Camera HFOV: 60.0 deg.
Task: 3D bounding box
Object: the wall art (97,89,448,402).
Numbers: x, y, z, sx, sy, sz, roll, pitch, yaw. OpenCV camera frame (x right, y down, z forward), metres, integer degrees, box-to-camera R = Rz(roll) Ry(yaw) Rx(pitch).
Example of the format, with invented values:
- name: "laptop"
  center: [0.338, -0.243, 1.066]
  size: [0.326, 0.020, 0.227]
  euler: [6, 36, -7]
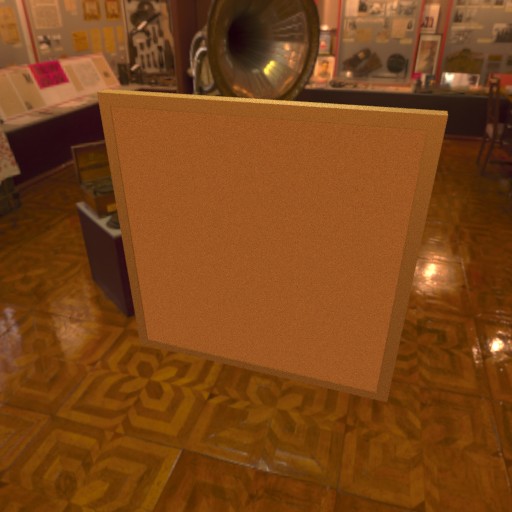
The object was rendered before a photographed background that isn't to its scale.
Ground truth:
- name: "wall art"
  center: [0.000, 0.000, 2.862]
  size: [1.926, 1.926, 0.099]
  euler: [9, 31, 16]
